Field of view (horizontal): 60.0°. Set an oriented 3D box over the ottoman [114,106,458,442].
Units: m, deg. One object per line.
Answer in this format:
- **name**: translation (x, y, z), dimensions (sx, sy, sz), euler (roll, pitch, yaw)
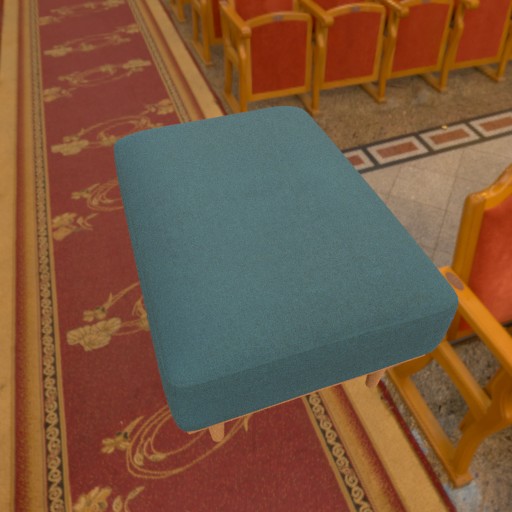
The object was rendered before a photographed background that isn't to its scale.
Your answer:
- **ottoman**: translation (0.000, 0.000, 1.073), dimensions (0.549, 0.428, 0.749), euler (-14, 48, -13)
